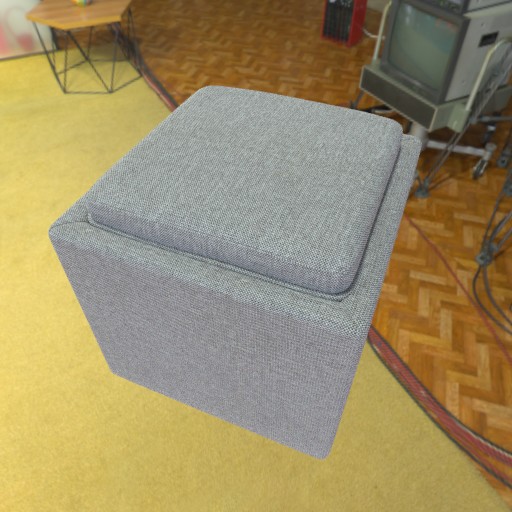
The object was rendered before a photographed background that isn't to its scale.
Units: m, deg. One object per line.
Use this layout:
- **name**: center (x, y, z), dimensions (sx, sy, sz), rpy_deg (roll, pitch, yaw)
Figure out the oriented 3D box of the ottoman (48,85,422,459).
- **ottoman**: center (0.000, 0.000, 0.811), dimensions (0.450, 0.460, 0.450), rpy_deg (17, 48, 16)
